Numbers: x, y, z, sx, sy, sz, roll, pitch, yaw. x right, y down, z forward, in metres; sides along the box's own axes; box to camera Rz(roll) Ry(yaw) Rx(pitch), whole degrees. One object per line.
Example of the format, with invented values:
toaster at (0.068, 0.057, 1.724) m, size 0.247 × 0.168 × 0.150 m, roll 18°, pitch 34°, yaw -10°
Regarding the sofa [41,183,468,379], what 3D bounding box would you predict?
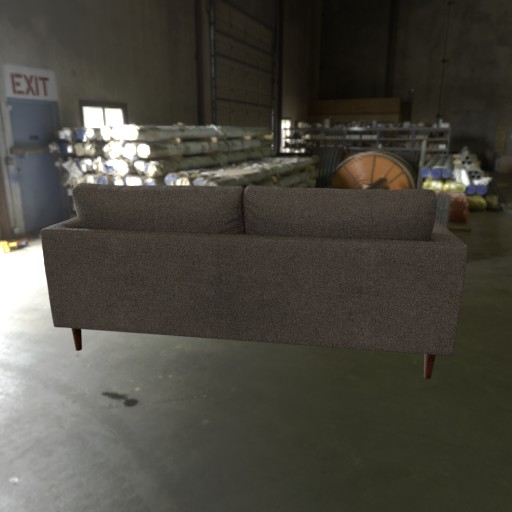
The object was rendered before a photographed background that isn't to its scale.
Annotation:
sofa at (0.000, 0.000, 2.495) m, size 1.948 × 0.868 × 1.020 m, roll 2°, pitch 16°, yaw 9°
